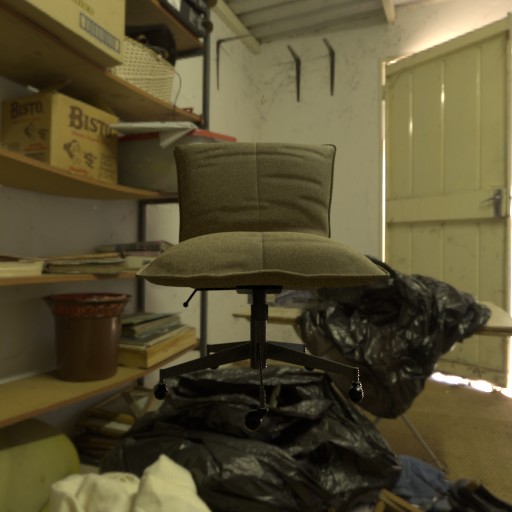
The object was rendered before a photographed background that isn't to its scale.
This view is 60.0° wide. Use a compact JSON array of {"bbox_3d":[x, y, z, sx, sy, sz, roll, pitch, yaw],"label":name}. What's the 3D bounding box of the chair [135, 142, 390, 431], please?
[{"bbox_3d":[0.000,0.000,1.302,0.597,0.811,0.696,0,1,-1],"label":"chair"}]
